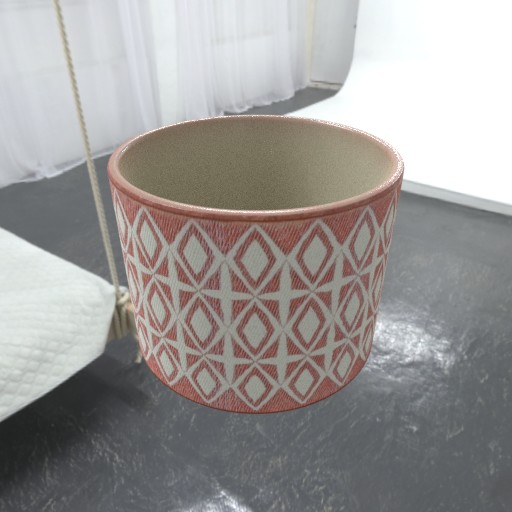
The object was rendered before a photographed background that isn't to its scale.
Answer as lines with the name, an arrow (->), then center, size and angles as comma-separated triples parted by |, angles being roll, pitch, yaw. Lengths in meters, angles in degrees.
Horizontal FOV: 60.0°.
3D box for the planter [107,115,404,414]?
planter -> 0.000, 0.000, 0.485 | 0.273, 0.237, 0.273 | 0, 32, 0
